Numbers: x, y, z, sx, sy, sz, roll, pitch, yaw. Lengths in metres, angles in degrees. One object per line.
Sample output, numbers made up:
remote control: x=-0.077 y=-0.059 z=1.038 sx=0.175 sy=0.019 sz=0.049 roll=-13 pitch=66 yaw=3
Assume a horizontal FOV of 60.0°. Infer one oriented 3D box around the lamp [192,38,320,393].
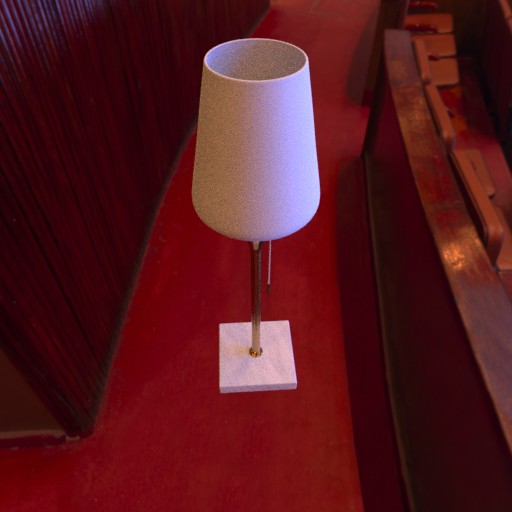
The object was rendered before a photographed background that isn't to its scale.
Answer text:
lamp: x=0.000 y=0.000 z=0.725 sx=0.181 sy=0.639 sz=0.181 roll=-2 pitch=46 yaw=-2
